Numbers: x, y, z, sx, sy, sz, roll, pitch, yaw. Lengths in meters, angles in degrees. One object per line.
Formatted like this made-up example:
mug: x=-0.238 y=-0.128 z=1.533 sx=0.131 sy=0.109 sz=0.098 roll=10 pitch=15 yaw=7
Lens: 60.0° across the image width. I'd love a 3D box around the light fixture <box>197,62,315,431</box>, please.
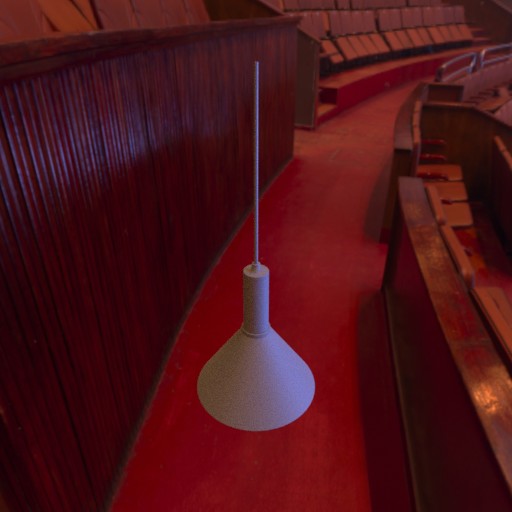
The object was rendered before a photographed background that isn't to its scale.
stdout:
light fixture: x=0.000 y=0.000 z=0.847 sx=0.267 sy=0.683 sz=0.267 roll=0 pitch=30 yaw=0
